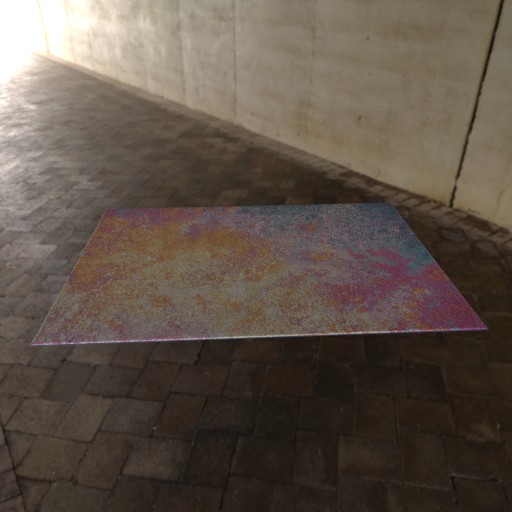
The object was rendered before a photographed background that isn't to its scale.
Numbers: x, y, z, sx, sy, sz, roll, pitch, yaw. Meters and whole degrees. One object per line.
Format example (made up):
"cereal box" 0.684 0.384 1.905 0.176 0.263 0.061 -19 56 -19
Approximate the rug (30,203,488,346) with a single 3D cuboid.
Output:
"rug" 0.000 0.000 3.647 2.896 0.013 2.007 -2 31 -3
